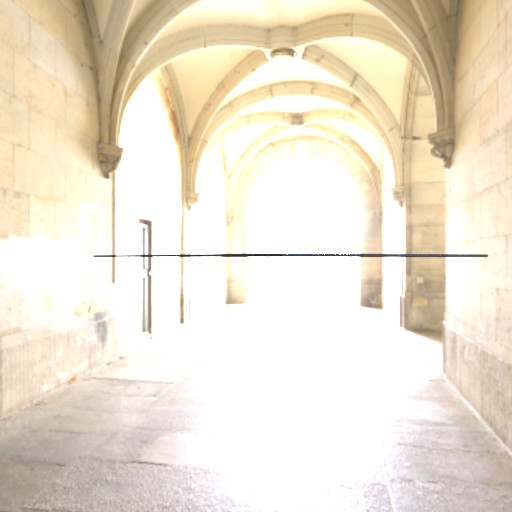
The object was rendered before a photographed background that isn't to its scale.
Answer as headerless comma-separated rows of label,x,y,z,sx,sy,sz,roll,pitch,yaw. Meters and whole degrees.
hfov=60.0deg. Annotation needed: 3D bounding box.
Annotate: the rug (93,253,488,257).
rug,0.000,0.000,3.079,1.526,0.015,2.441,0,0,-36
